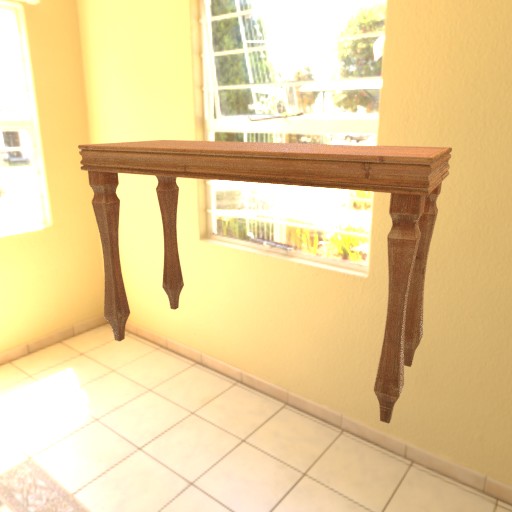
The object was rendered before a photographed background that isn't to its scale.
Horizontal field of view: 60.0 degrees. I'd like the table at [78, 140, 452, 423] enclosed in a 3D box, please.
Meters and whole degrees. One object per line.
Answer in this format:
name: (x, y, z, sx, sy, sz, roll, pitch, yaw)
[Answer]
table: (0.000, 0.000, 1.811, 1.330, 0.873, 0.522, 9, 19, 27)
